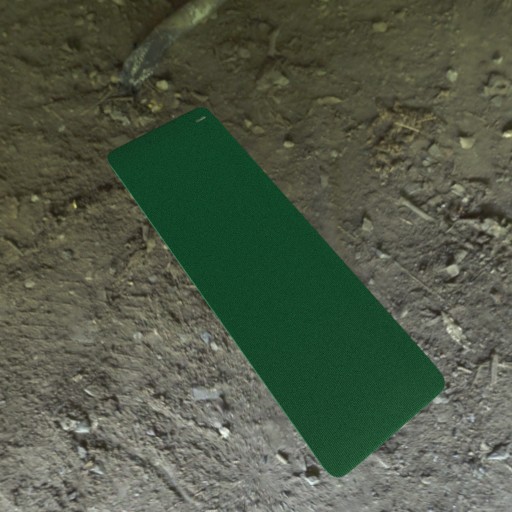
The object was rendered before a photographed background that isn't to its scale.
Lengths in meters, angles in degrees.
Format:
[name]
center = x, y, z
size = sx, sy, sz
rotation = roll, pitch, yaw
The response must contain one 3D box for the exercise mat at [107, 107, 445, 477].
[exercise mat]
center = 0.000, 0.000, 2.049
size = 0.616, 0.021, 1.869
rotation = -33, 68, -15
